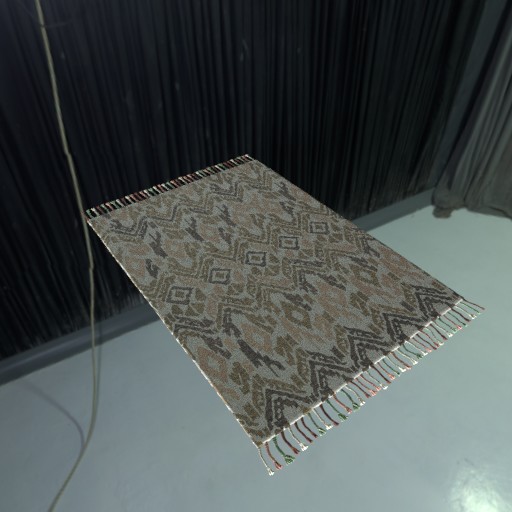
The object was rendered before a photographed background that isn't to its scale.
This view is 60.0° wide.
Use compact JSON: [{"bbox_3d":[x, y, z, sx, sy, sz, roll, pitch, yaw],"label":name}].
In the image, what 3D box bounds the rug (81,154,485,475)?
[{"bbox_3d":[0.000,0.000,2.263,1.219,0.008,1.829,-26,47,-27],"label":"rug"}]
